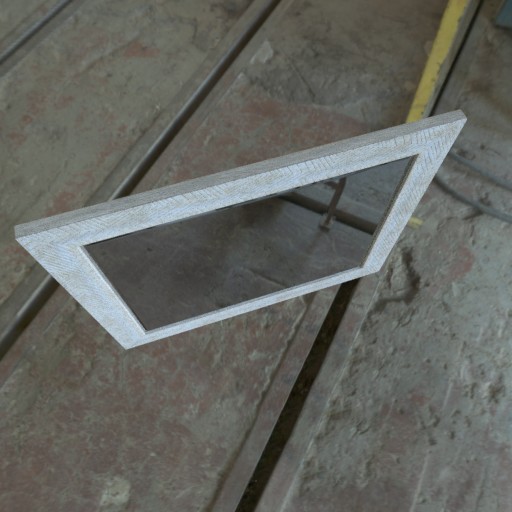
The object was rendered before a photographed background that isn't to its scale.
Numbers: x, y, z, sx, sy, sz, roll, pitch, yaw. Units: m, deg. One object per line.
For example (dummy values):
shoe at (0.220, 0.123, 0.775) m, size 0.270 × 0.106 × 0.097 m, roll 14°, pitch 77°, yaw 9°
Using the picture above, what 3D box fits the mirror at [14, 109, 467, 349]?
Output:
mirror at (0.000, 0.000, 1.095) m, size 0.839 × 0.689 × 0.028 m, roll -16°, pitch 64°, yaw -8°
